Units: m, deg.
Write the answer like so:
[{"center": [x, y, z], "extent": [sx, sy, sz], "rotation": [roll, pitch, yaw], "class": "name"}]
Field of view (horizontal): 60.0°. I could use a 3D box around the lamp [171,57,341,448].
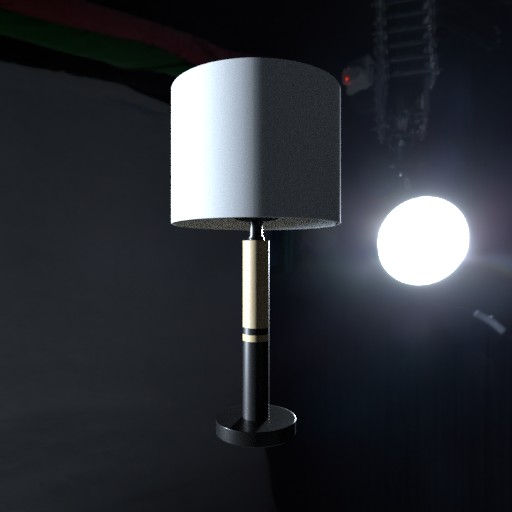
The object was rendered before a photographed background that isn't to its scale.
[{"center": [0.000, 0.000, 0.811], "extent": [0.305, 0.640, 0.305], "rotation": [0, 0, -37], "class": "lamp"}]
